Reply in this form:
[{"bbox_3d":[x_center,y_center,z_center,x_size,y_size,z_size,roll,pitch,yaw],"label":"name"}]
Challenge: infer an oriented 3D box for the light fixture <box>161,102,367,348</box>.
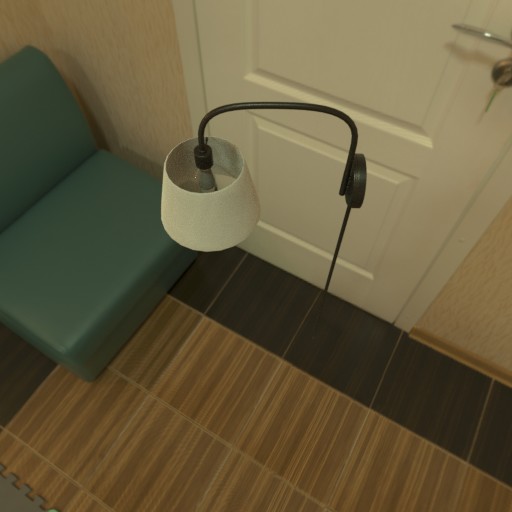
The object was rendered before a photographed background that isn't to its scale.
[{"bbox_3d":[0.000,0.000,0.477,0.176,0.399,0.092,1,58,1],"label":"light fixture"}]
